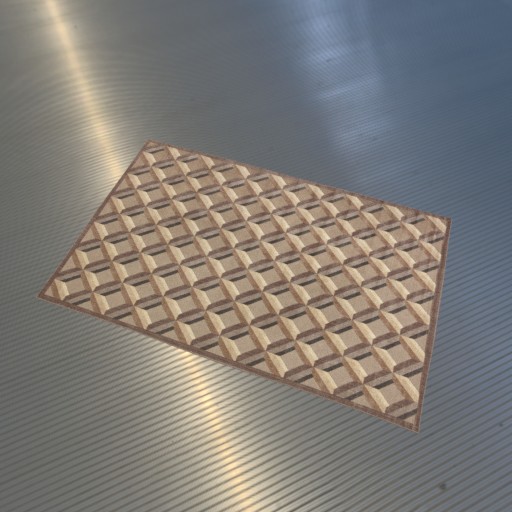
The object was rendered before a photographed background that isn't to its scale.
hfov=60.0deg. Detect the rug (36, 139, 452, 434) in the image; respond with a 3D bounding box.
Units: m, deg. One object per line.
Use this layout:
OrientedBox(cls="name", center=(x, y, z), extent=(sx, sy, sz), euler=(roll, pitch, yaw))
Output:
OrientedBox(cls="rug", center=(0.000, 0.000, 2.065), extent=(1.677, 0.011, 1.066), euler=(17, 59, 11))
